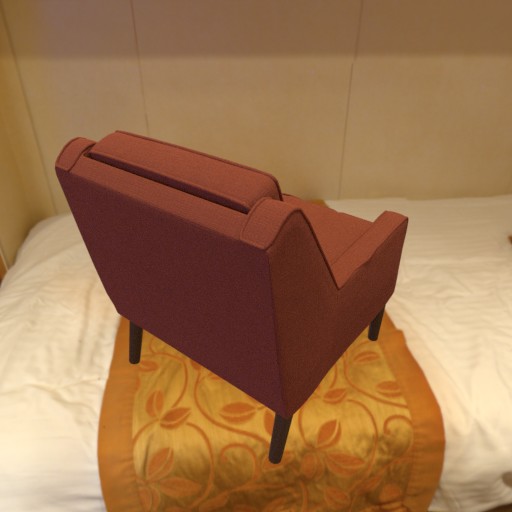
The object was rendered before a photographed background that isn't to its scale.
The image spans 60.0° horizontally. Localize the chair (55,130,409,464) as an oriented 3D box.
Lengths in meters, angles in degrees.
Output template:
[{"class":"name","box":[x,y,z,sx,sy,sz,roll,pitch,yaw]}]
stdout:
[{"class":"chair","box":[0.000,0.000,1.347,0.680,0.812,0.770,23,39,31]}]
